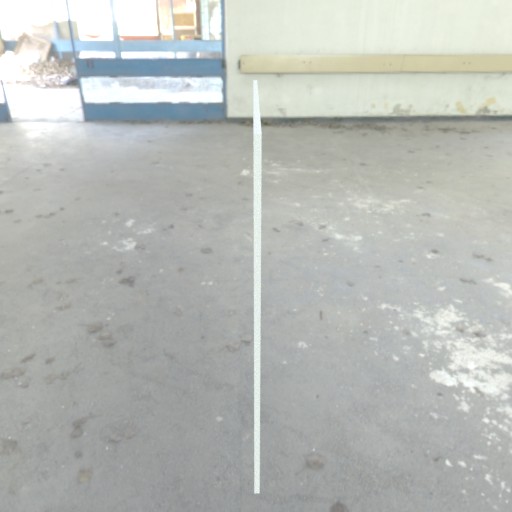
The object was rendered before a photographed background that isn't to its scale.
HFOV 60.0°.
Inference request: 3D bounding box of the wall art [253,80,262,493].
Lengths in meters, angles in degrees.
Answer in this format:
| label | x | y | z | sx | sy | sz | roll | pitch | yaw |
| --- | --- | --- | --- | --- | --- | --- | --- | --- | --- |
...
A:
| label | x | y | z | sx | sy | sz | roll | pitch | yaw |
| --- | --- | --- | --- | --- | --- | --- | --- | --- | --- |
| wall art | 0.000 | 0.000 | 1.193 | 0.012 | 0.809 | 0.809 | 0 | 27 | 0 |
